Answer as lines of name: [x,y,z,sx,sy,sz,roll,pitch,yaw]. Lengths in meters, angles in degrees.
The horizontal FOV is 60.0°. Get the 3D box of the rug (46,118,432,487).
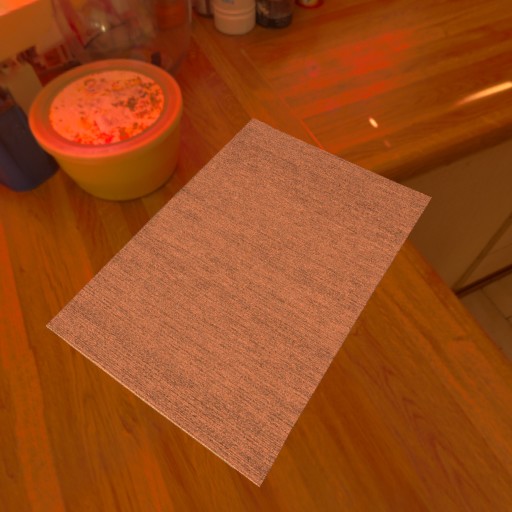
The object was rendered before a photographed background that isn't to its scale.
rug: [0.000,0.000,3.050,1.616,0.030,2.338,30,62,17]
